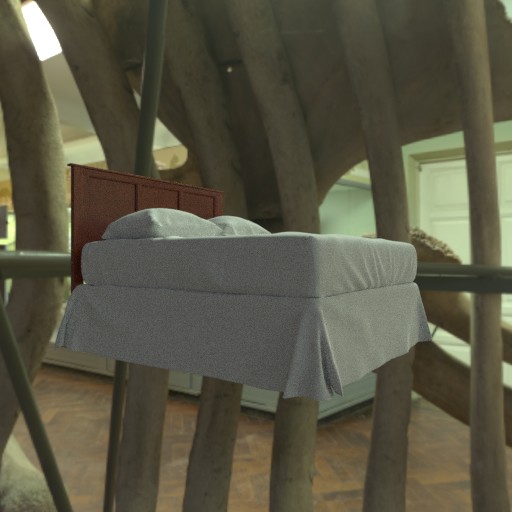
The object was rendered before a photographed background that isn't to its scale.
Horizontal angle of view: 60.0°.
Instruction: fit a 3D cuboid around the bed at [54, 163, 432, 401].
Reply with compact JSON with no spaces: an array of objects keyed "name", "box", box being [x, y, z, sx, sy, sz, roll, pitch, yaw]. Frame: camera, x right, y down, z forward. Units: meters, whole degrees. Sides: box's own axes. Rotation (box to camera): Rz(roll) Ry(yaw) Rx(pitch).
[{"name":"bed","box":[0.000,0.000,3.139,2.050,1.270,1.870,0,0,35]}]
